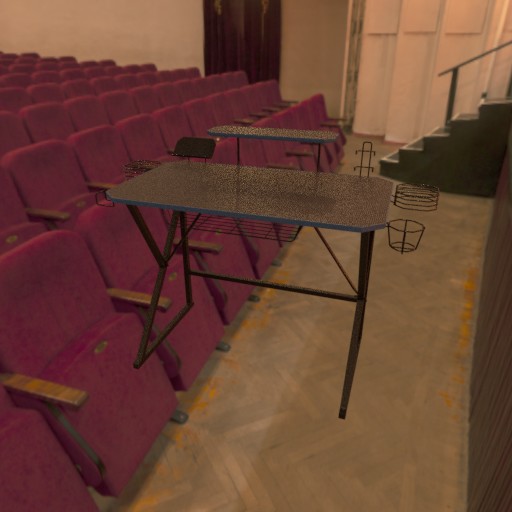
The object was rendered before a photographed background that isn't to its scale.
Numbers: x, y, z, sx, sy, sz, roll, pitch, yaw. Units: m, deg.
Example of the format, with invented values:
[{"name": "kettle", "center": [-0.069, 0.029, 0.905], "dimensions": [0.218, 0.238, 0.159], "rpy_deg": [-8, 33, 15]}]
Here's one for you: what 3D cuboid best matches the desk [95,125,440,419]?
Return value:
[{"name": "desk", "center": [0.000, 0.000, 1.784], "dimensions": [1.295, 0.909, 0.594], "rpy_deg": [8, 27, 17]}]
